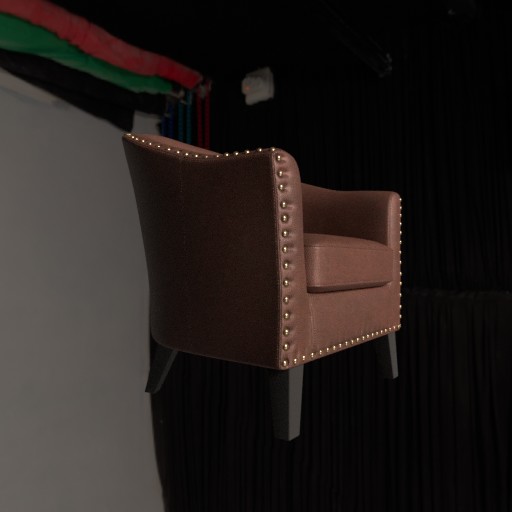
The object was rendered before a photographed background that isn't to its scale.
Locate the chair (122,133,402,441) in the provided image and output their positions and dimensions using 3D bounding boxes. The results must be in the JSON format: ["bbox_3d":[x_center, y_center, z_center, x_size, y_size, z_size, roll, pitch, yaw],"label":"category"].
[{"bbox_3d":[0.000,0.000,1.432,0.748,0.823,0.794,-1,-1,37],"label":"chair"}]
